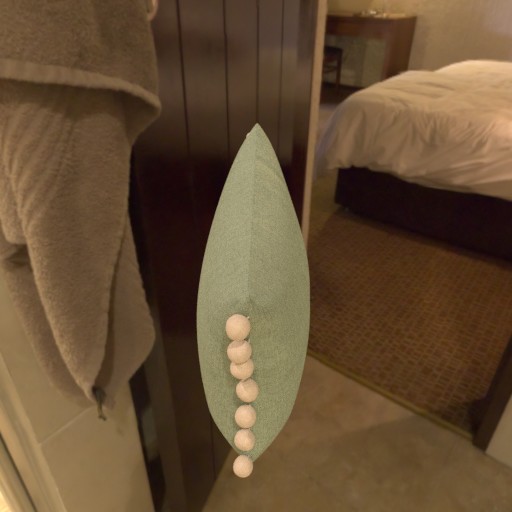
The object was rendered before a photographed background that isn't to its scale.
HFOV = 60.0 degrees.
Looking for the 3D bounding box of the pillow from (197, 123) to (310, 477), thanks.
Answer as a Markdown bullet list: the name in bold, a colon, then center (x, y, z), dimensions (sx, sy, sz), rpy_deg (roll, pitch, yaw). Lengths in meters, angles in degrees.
- **pillow**: center (0.000, 0.000, 0.842), dimensions (0.201, 0.322, 0.709), rpy_deg (1, 32, 1)
